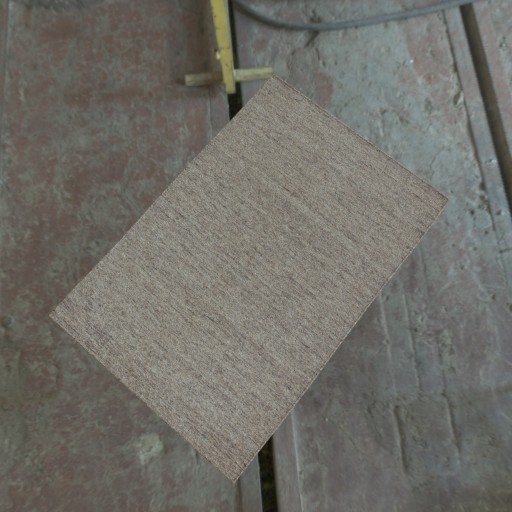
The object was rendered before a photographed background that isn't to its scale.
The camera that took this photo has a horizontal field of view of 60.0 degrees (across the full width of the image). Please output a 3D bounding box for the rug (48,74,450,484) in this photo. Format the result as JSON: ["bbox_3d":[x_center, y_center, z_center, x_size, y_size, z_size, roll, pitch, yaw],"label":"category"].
[{"bbox_3d":[0.000,0.000,2.910,1.547,0.013,2.283,39,79,9],"label":"rug"}]
